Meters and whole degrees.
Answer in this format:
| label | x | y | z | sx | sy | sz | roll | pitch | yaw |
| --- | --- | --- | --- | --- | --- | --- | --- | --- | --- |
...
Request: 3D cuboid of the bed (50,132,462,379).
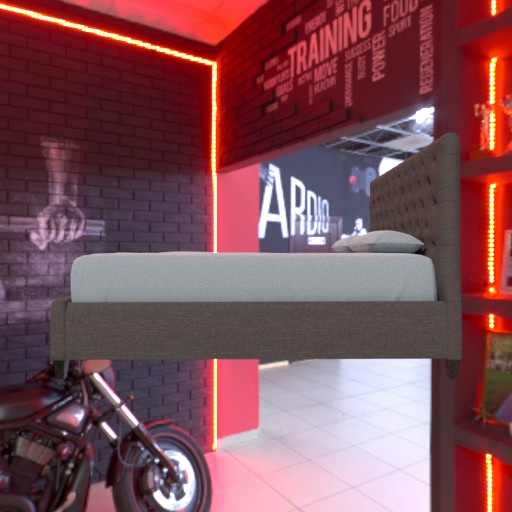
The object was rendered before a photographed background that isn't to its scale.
| label | x | y | z | sx | sy | sz | roll | pitch | yaw |
| --- | --- | --- | --- | --- | --- | --- | --- | --- | --- |
| bed | 0.000 | 0.000 | 3.381 | 2.387 | 1.427 | 1.698 | 0 | 0 | 0 |
